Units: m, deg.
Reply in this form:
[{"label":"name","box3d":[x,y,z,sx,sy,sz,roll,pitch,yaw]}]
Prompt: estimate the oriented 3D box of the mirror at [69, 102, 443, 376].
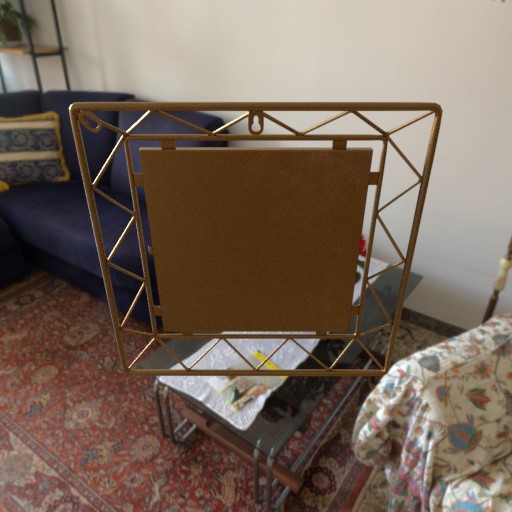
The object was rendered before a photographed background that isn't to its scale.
[{"label":"mirror","box3d":[0.000,0.000,0.608,0.416,0.414,0.046,0,31,0]}]
